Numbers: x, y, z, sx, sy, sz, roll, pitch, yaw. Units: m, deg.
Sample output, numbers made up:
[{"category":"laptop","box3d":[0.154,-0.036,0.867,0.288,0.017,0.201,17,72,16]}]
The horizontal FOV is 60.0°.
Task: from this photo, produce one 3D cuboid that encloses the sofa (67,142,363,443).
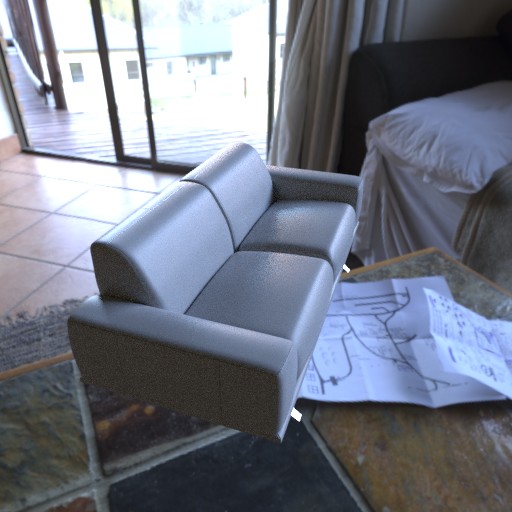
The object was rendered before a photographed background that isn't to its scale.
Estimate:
[{"category":"sofa","box3d":[0.000,0.000,2.382,0.900,0.772,1.901,10,32,17]}]
